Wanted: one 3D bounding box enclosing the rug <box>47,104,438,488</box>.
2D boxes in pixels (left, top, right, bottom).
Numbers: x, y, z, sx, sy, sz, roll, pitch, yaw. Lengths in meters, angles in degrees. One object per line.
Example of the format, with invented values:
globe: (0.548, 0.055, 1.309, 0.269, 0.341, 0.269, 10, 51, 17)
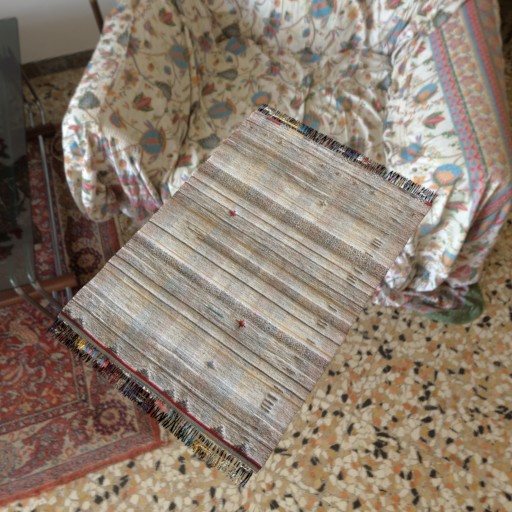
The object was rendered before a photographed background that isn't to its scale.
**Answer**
rug: (0.000, 0.000, 2.308, 1.217, 0.012, 1.848, 33, 67, 15)
